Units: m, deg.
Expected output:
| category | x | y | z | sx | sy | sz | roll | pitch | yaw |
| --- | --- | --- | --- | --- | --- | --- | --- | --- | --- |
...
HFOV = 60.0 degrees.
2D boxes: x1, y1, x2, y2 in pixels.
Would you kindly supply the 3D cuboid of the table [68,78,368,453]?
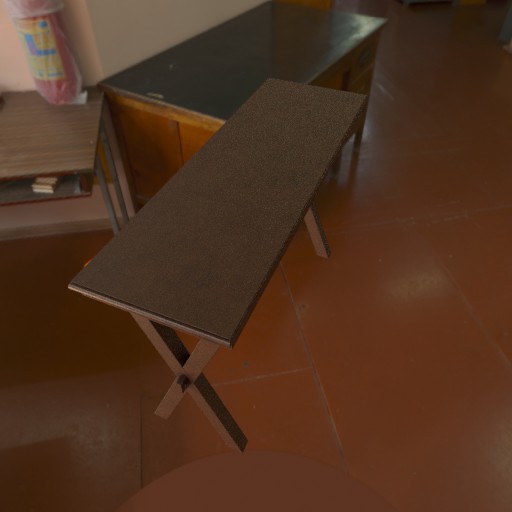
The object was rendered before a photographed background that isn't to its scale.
| category | x | y | z | sx | sy | sz | roll | pitch | yaw |
| --- | --- | --- | --- | --- | --- | --- | --- | --- | --- |
| table | 0.000 | 0.000 | 1.586 | 0.399 | 0.763 | 1.197 | 17 | 47 | 16 |
